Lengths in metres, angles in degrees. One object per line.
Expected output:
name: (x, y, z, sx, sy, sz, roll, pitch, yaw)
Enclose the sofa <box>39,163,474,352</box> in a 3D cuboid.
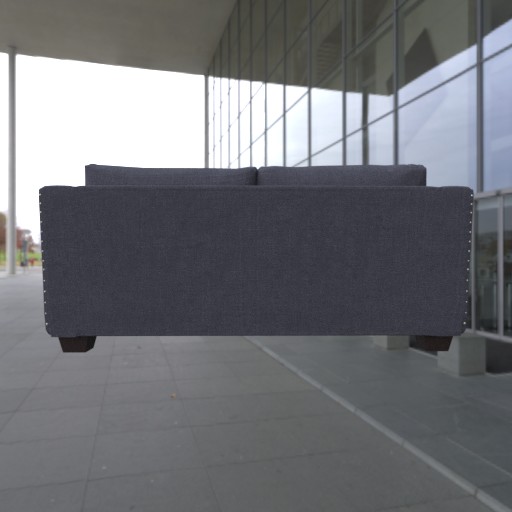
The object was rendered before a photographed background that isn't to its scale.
sofa: (0.000, 0.000, 3.248, 2.550, 1.196, 1.336, 0, 0, -1)
